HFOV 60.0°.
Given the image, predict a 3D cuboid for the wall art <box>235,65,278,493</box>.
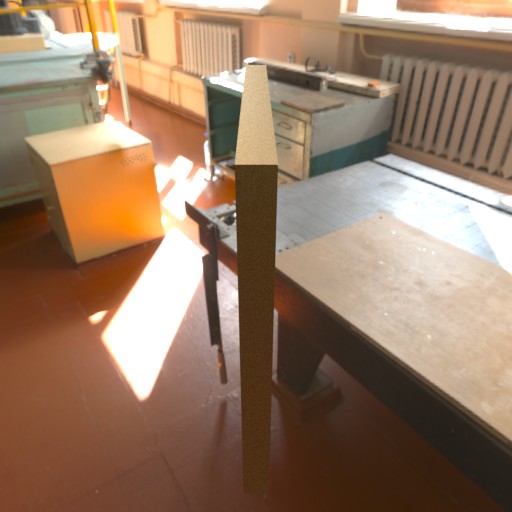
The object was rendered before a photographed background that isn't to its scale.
[{"bbox_3d":[0.000,0.000,1.856,0.095,1.284,1.284,0,32,0],"label":"wall art"}]
